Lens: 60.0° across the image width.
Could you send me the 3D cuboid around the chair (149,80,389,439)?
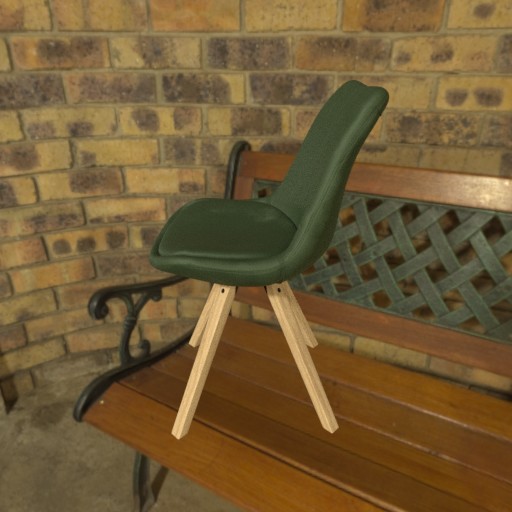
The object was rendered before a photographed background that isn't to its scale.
[{"bbox_3d":[0.000,0.000,1.188,0.547,0.865,0.483,0,25,-1],"label":"chair"}]
